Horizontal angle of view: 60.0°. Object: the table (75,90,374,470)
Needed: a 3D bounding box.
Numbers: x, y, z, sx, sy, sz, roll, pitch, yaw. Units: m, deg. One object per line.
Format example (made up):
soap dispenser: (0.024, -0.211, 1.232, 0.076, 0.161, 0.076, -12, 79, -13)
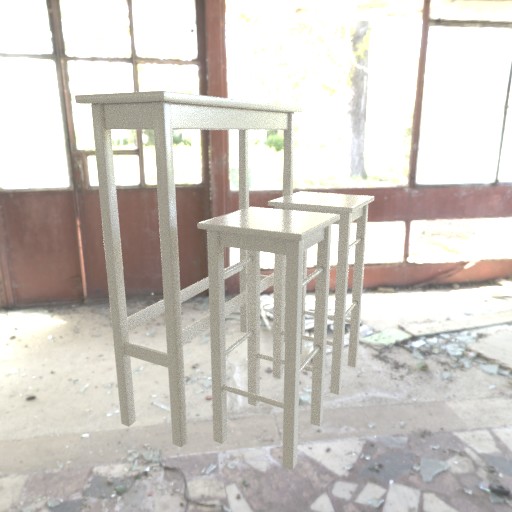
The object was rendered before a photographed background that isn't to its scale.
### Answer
table: (0.000, 0.000, 1.610, 0.650, 1.065, 0.915, 8, 18, 27)
